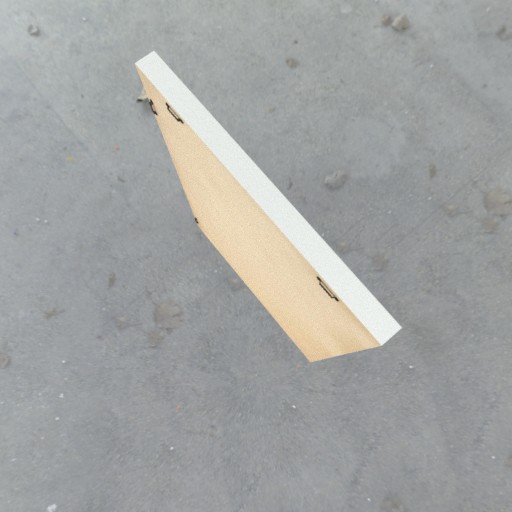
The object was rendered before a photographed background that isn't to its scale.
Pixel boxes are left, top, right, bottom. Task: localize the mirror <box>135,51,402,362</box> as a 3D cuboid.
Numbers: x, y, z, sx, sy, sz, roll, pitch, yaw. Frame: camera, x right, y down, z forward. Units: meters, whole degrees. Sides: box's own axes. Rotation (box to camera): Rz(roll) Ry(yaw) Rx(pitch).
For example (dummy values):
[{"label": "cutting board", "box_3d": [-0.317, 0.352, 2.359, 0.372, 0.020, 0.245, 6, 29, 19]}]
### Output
[{"label": "mirror", "box_3d": [0.000, 0.000, 0.922, 0.039, 0.710, 0.507, -38, 78, -9]}]
